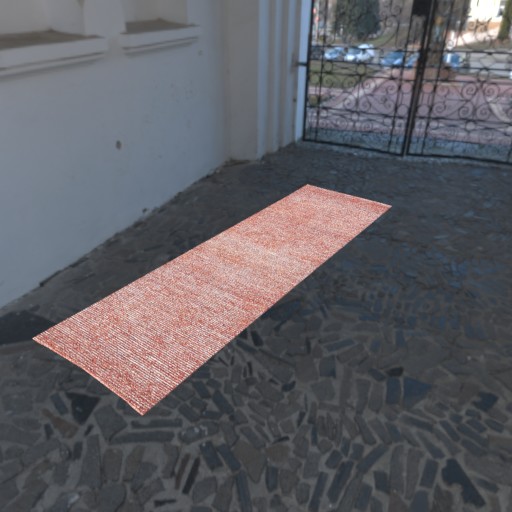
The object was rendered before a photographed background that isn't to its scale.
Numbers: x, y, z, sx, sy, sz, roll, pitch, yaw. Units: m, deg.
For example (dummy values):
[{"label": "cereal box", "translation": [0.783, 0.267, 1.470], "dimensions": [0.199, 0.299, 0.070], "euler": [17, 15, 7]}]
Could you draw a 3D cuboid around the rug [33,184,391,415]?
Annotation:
[{"label": "rug", "translation": [0.000, 0.000, 2.597], "dimensions": [0.718, 0.013, 2.353], "euler": [21, 36, 31]}]
